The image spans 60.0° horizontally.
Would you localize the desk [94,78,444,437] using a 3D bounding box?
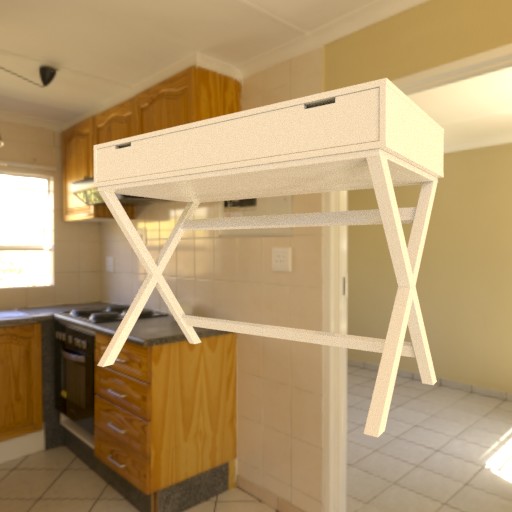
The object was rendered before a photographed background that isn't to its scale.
[{"bbox_3d":[0.000,0.000,1.470,1.059,0.780,0.509,1,1,36],"label":"desk"}]
